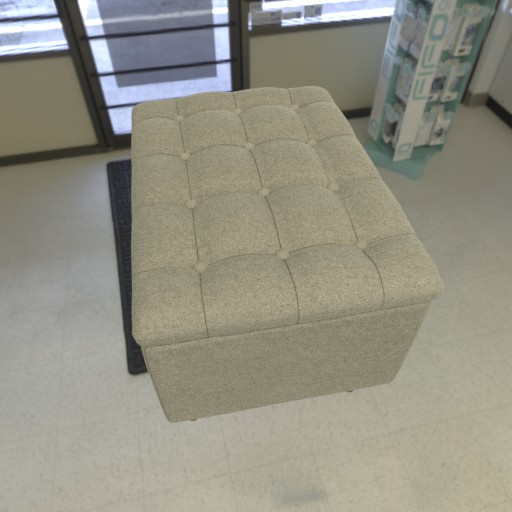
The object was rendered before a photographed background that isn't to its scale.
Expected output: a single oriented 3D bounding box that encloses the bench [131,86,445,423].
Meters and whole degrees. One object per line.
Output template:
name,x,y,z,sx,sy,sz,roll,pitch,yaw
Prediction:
bench,0.000,0.000,0.896,0.417,0.469,0.572,-8,48,-7
